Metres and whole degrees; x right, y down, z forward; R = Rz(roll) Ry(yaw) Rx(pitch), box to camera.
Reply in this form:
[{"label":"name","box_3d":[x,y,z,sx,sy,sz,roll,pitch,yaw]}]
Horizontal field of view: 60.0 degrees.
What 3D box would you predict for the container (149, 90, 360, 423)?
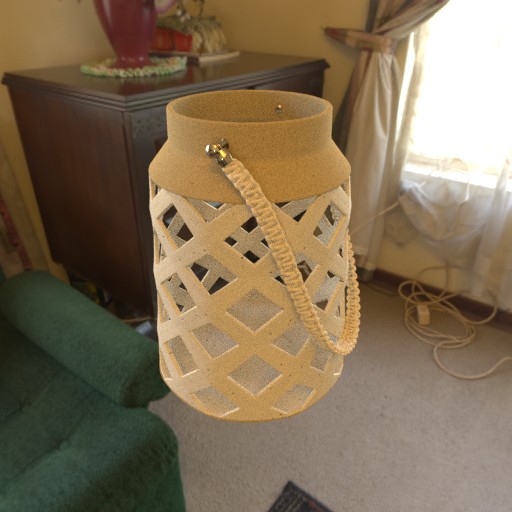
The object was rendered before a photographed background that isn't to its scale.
[{"label":"container","box_3d":[0.000,0.000,0.347,0.172,0.229,0.163,10,31,17]}]
